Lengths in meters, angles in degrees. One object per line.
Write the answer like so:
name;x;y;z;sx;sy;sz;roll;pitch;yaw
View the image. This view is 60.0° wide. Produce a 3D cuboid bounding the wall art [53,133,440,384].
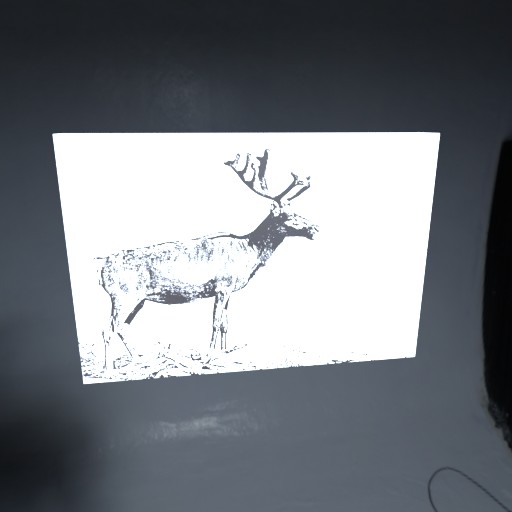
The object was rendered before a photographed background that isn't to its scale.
wall art;0.000;0.000;0.486;0.381;0.259;0.038;-2;16;-8
